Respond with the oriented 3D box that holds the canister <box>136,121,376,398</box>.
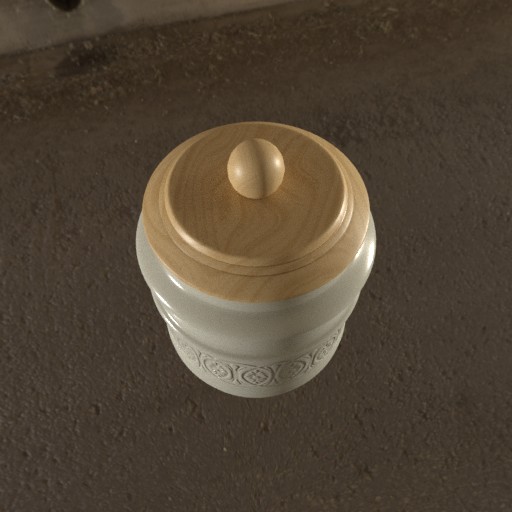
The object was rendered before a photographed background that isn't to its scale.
[{"bbox_3d":[0.000,0.000,0.266,0.130,0.176,0.130,0,58,0],"label":"canister"}]
